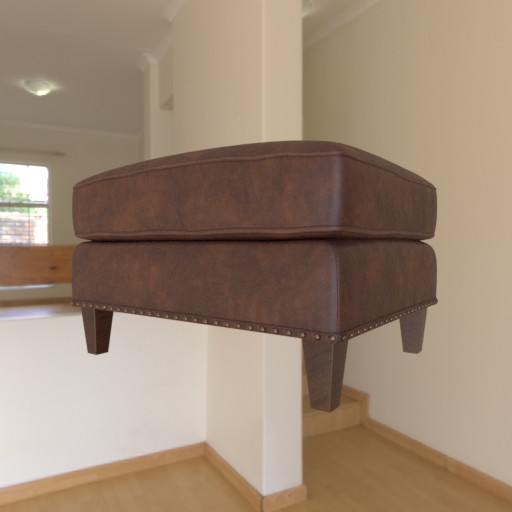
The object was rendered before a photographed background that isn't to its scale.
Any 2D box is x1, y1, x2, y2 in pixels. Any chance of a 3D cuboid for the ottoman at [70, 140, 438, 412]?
[{"bbox_3d":[0.000,0.000,1.113,0.742,0.486,0.586,1,2,36],"label":"ottoman"}]
